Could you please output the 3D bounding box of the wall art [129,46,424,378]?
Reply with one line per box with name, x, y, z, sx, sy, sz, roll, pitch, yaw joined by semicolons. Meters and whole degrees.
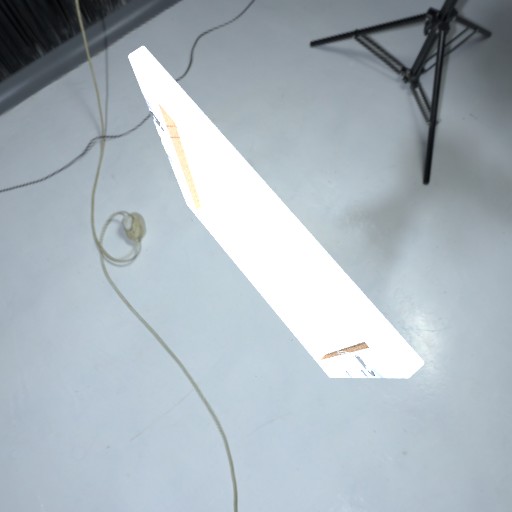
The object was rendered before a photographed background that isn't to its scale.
wall art;0.000;0.000;1.117;0.065;0.747;0.755;-38;78;-10
